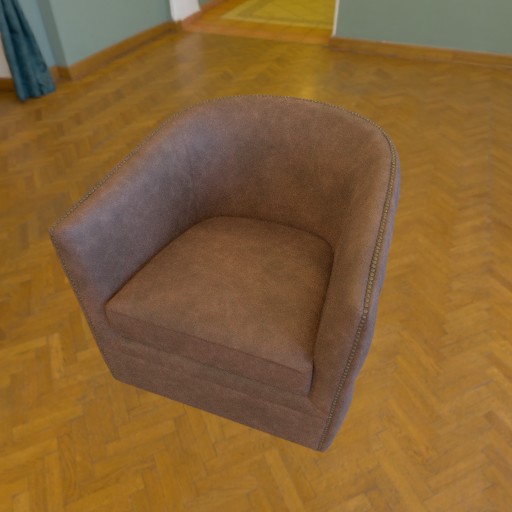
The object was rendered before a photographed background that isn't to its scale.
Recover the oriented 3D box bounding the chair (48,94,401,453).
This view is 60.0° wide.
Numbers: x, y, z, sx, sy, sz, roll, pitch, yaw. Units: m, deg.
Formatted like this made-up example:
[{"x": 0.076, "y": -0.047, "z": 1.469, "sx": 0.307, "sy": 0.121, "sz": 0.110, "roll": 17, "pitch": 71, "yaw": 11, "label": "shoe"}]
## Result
[{"x": 0.000, "y": 0.000, "z": 1.518, "sx": 0.850, "sy": 0.790, "sz": 0.870, "roll": 14, "pitch": 43, "yaw": 15, "label": "chair"}]
